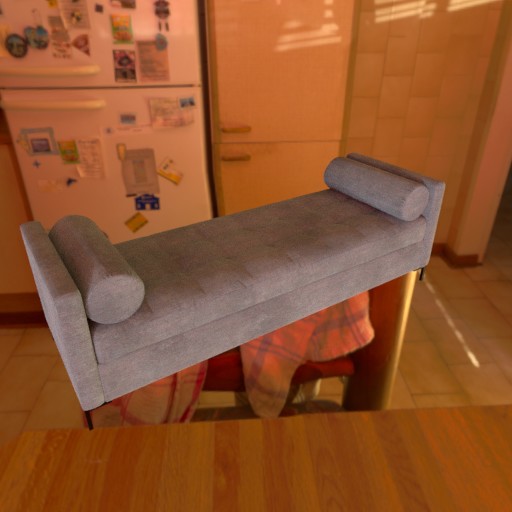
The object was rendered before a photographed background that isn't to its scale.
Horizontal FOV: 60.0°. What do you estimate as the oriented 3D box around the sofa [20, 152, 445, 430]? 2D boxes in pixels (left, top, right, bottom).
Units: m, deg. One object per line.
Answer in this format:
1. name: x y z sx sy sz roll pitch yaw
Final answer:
1. sofa: 0.000 0.000 2.265 1.981 0.635 0.686 -18 34 -29
